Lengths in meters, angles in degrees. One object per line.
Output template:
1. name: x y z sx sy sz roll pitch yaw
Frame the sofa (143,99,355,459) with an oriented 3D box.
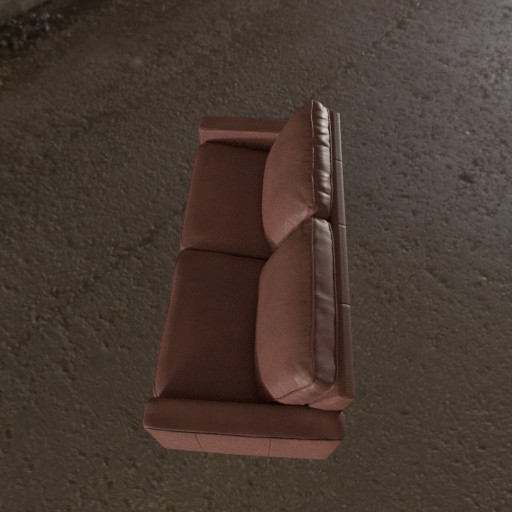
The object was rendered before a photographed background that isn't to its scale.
1. sofa: 0.000 0.000 2.610 0.940 0.919 2.080 3 58 2
